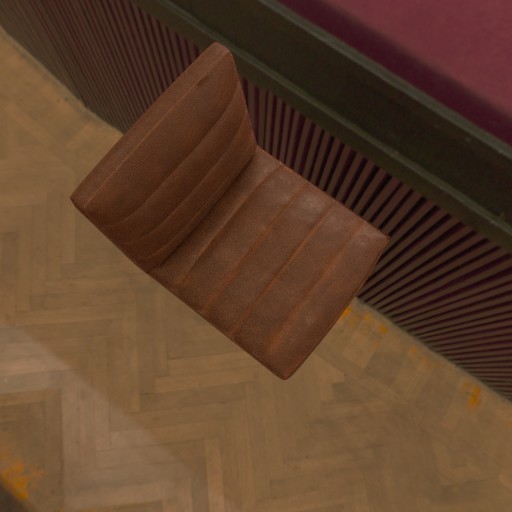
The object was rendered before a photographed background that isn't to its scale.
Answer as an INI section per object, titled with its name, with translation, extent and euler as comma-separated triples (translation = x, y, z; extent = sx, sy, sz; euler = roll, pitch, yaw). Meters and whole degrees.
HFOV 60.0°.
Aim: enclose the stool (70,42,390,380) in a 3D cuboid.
[stool]
translation = 0.000, 0.000, 1.263
extent = 0.562, 0.942, 0.463
euler = 37, 79, 9
